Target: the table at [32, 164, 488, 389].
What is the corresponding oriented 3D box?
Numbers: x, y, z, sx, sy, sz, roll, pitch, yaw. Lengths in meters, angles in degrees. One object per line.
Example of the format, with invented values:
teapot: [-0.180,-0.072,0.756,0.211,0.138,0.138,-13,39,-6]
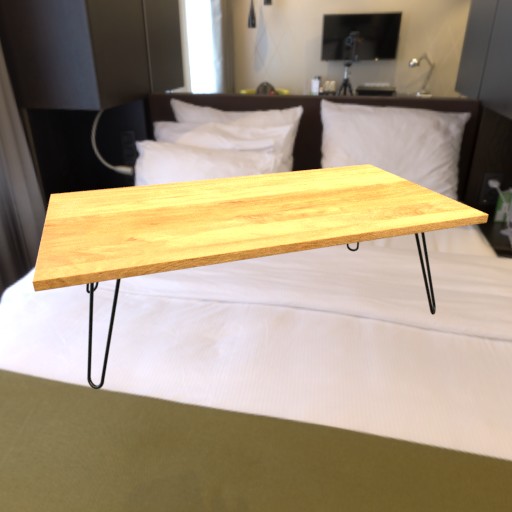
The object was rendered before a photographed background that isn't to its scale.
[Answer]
table: [0.000,0.000,1.613,1.348,0.400,0.699,-9,27,-17]
